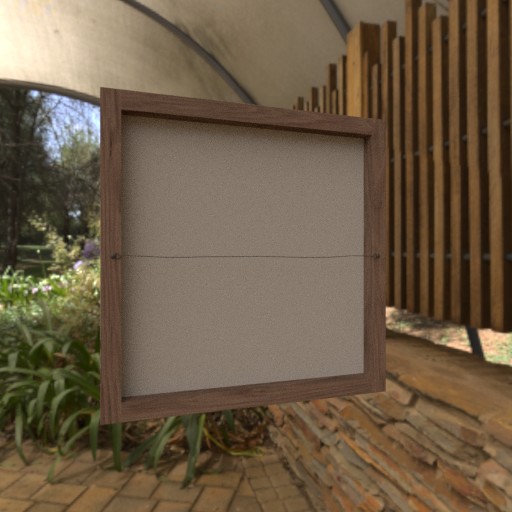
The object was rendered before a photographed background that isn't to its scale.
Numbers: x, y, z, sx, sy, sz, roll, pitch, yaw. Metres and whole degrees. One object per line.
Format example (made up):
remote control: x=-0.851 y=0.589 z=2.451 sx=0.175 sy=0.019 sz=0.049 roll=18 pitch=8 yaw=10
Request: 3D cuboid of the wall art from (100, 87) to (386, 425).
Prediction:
wall art: x=0.000 y=0.000 z=0.918 sx=0.609 sy=0.613 sz=0.041 roll=0 pitch=0 yaw=-19
